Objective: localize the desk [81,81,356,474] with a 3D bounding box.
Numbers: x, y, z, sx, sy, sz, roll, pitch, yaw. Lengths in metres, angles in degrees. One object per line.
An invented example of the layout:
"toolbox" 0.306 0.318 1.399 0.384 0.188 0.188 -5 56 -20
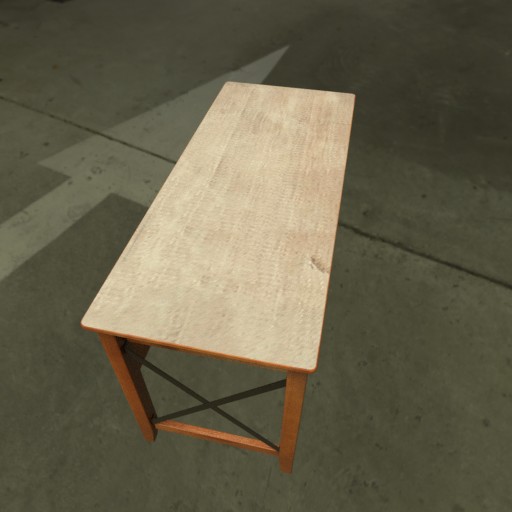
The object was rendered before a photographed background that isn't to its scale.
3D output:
"desk" 0.000 0.000 1.747 0.574 0.756 1.353 9 47 9
